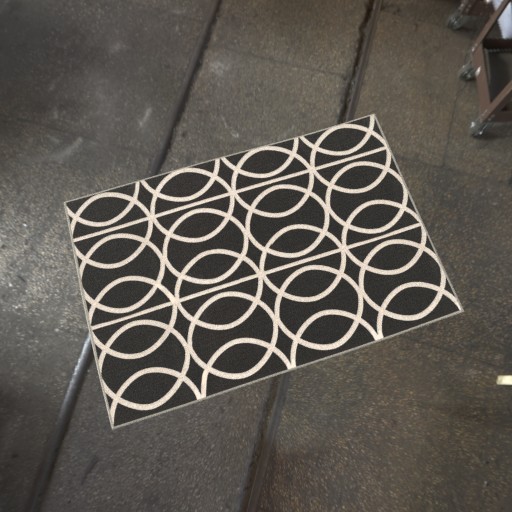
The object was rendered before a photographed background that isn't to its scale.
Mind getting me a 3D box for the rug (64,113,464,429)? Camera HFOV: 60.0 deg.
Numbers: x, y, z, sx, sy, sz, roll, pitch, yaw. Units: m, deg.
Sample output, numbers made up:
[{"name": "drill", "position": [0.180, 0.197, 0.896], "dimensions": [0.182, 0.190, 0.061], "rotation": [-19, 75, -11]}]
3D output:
[{"name": "rug", "position": [0.000, 0.000, 2.916], "dimensions": [2.294, 0.014, 1.528], "rotation": [-17, 75, -5]}]
